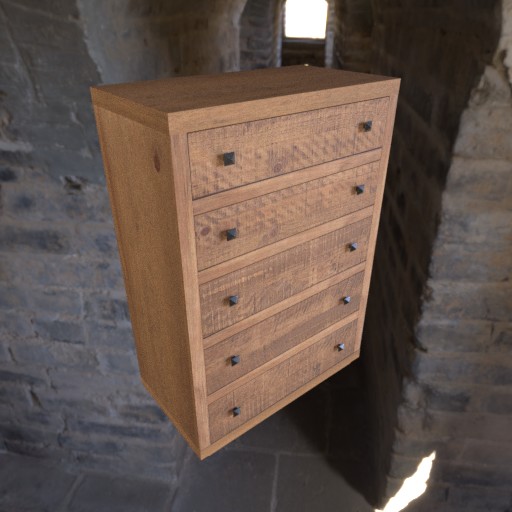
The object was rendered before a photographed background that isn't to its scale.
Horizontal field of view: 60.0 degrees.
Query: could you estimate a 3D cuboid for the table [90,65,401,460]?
[{"bbox_3d":[0.000,0.000,1.758,0.901,1.294,0.524,-22,36,-33],"label":"table"}]
